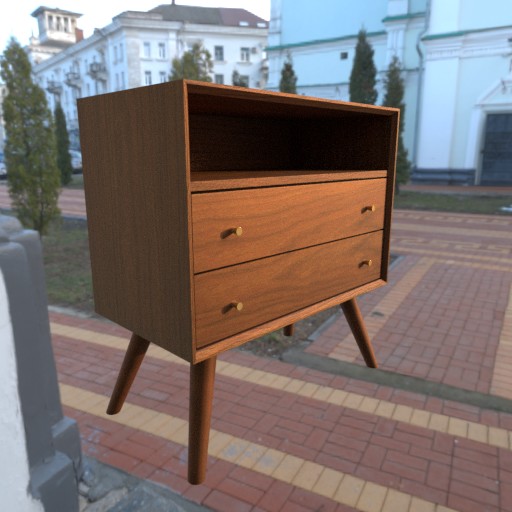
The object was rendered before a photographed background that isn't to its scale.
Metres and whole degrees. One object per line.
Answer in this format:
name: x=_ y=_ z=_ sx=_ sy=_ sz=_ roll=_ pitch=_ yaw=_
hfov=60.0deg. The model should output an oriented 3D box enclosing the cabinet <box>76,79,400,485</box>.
cabinet: x=0.000 y=0.000 z=1.151 sx=0.388 sy=0.748 sz=0.712 roll=13 pitch=18 yaw=43
